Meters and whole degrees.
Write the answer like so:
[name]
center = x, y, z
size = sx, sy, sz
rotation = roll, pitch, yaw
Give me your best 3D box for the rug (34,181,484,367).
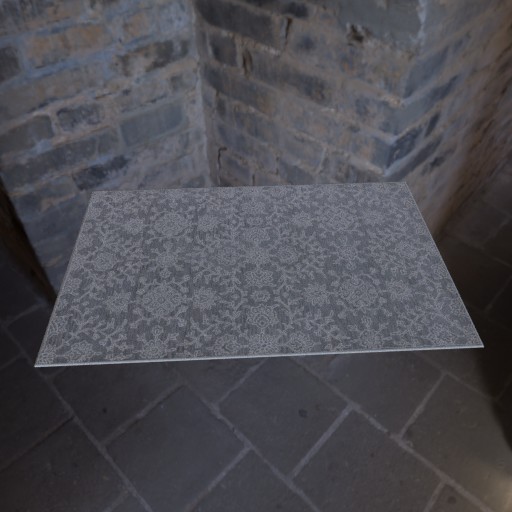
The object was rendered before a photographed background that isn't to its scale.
[rug]
center = 0.000, 0.000, 2.919
size = 2.430, 0.010, 1.515
rotation = -2, 46, -2
